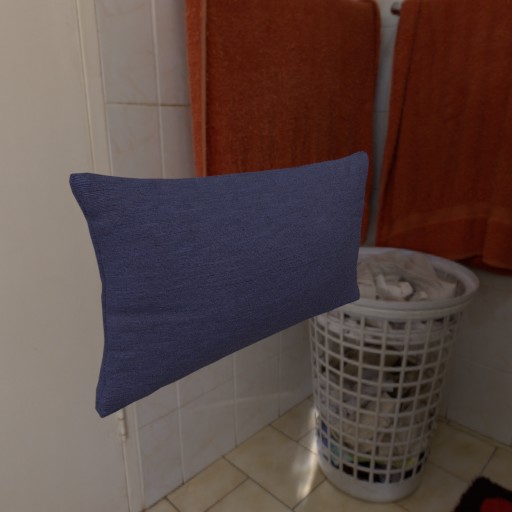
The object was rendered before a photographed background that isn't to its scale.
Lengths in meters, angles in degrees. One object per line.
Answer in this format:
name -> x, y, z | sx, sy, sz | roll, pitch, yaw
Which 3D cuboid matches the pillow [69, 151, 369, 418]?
pillow -> 0.000, 0.000, 0.787 | 0.633, 0.338, 0.210 | -15, 23, -41
